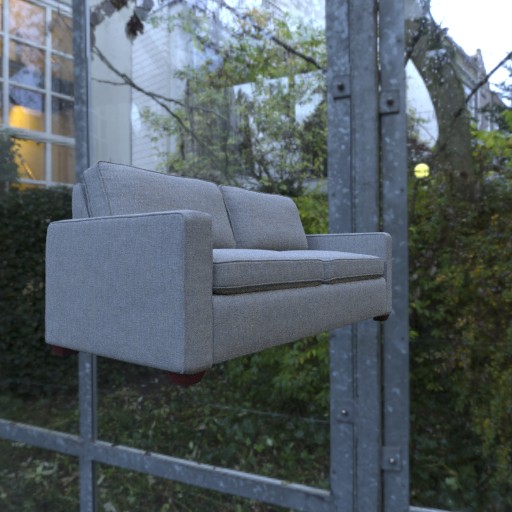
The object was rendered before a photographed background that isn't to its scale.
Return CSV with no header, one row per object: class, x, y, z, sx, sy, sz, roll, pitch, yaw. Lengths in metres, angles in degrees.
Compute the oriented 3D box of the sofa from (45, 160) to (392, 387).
sofa,0.000,0.000,2.603,0.945,0.918,2.078,0,0,36
